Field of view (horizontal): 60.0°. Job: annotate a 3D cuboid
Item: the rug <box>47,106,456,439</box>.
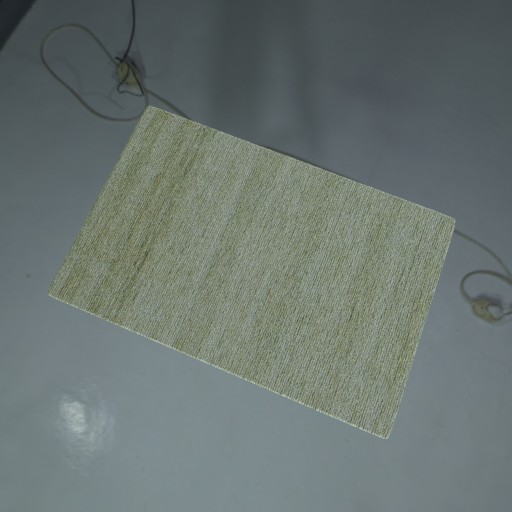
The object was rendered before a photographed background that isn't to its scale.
[{"bbox_3d":[0.000,0.000,2.223,1.758,0.010,1.143,22,76,6],"label":"rug"}]
